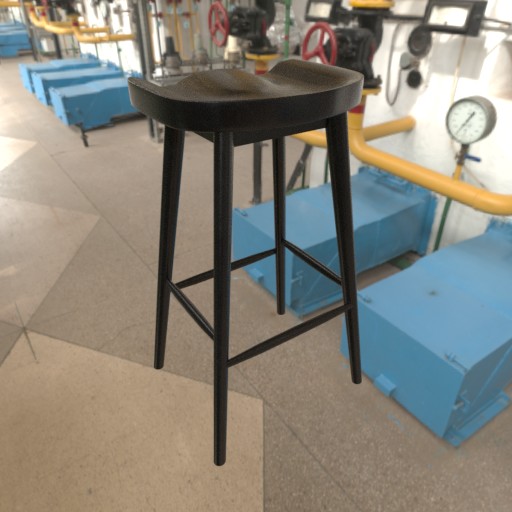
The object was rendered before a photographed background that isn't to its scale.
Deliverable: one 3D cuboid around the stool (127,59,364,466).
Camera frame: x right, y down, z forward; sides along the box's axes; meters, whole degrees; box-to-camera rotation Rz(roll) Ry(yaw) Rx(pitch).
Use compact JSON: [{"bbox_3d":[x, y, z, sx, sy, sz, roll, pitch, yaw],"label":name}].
[{"bbox_3d":[0.000,0.000,0.988,0.440,0.749,0.361,-19,37,-28],"label":"stool"}]
